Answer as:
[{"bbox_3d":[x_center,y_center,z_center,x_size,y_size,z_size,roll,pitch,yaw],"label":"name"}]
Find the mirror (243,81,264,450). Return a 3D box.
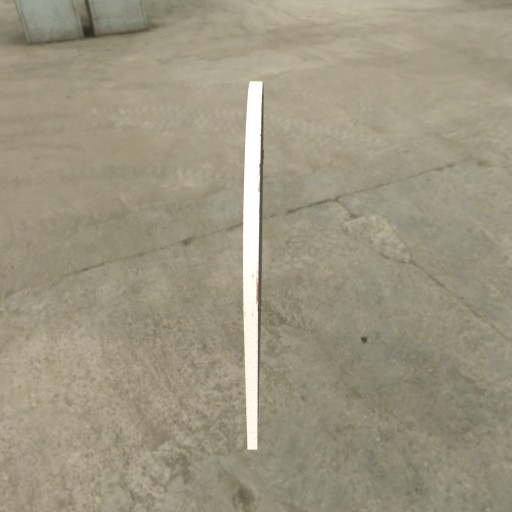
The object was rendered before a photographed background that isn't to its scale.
[{"bbox_3d":[0.000,0.000,1.222,0.032,0.920,0.660,1,42,1],"label":"mirror"}]
